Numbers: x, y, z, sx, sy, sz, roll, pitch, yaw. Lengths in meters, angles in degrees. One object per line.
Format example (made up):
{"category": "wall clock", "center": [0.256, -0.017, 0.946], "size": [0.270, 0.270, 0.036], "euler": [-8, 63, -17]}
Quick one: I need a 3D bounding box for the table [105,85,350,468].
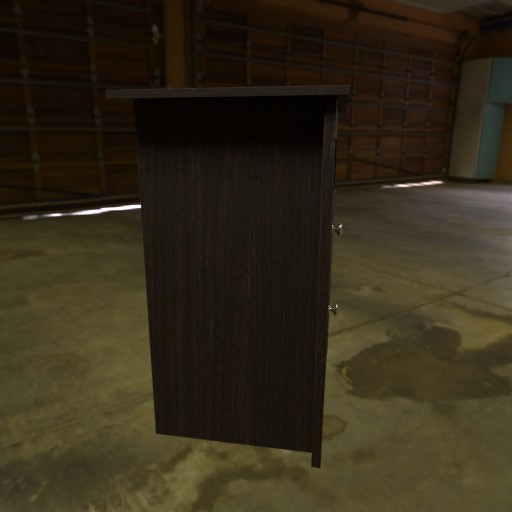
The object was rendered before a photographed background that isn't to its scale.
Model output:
{"category": "table", "center": [0.000, 0.000, 1.081], "size": [0.406, 0.711, 0.591], "euler": [3, 15, 10]}
